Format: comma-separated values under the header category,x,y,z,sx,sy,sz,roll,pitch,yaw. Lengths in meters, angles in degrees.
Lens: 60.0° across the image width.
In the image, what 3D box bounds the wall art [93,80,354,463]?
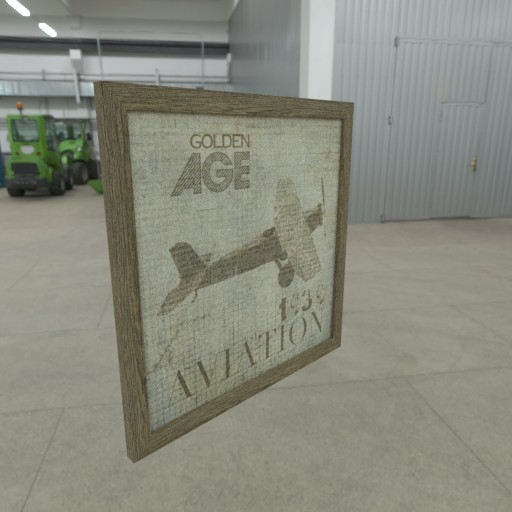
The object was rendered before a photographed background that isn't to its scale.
category,x,y,z,sx,sy,sz,roll,pitch,yaw
wall art,0.000,0.000,0.741,0.019,0.508,0.508,15,21,43
